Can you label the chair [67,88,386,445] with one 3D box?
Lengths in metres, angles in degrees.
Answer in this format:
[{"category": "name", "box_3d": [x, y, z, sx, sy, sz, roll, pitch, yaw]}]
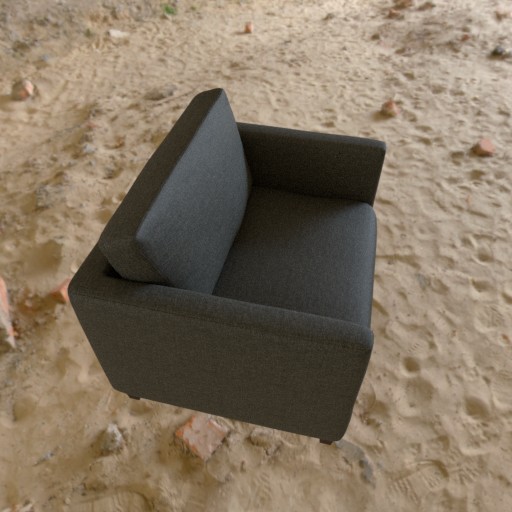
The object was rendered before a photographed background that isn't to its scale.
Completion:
[{"category": "chair", "box_3d": [0.000, 0.000, 1.806, 0.959, 0.963, 1.107, 10, 47, 9]}]
